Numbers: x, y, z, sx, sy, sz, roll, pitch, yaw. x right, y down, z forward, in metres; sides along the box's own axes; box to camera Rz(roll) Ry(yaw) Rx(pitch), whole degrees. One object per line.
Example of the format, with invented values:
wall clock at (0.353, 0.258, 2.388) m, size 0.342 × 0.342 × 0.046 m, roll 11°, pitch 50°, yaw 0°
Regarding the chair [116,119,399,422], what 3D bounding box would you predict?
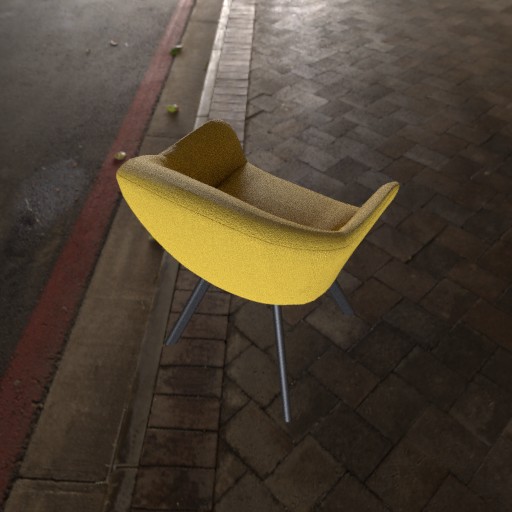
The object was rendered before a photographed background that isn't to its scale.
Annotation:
chair at (0.000, 0.000, 1.185) m, size 0.545 × 0.775 × 0.565 m, roll 26°, pitch 52°, yaw 23°
